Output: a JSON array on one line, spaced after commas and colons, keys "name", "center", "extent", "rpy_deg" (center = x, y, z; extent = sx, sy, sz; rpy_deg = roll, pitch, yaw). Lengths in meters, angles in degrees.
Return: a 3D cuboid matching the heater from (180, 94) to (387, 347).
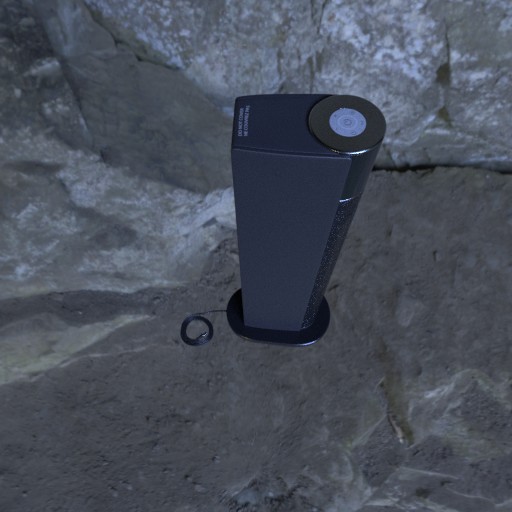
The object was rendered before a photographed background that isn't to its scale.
[{"name": "heater", "center": [0.000, 0.000, 1.009], "extent": [0.458, 0.856, 0.214], "rpy_deg": [2, 64, 1]}]
